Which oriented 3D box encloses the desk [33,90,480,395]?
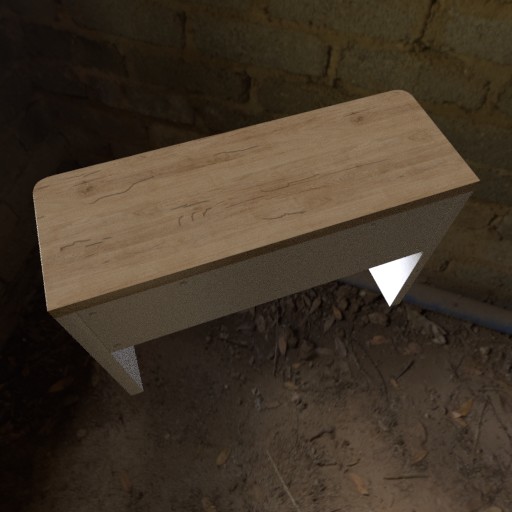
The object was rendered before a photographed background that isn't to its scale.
[{"bbox_3d":[0.000,0.000,1.478,1.100,0.760,0.390,-17,61,-10],"label":"desk"}]
